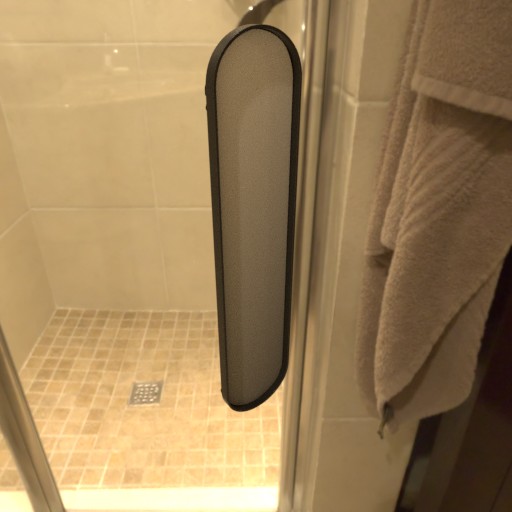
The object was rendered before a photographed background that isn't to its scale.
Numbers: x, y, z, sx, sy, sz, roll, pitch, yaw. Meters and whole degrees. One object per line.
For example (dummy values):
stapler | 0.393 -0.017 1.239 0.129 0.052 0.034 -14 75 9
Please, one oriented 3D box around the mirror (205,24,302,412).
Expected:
mirror | 0.000 0.000 1.068 0.222 0.991 0.032 -21 35 -33
